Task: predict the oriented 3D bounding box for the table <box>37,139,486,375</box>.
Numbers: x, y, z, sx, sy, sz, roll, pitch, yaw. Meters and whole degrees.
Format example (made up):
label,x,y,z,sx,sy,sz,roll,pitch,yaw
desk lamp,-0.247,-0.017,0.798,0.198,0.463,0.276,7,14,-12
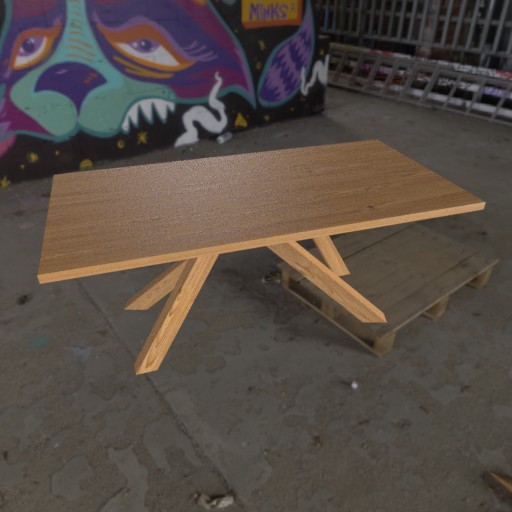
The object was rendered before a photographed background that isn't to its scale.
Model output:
label,x,y,z,sx,sy,sz,roll,pitch,yaw
table,0.000,0.000,2.247,1.797,0.750,0.901,-10,34,-15
